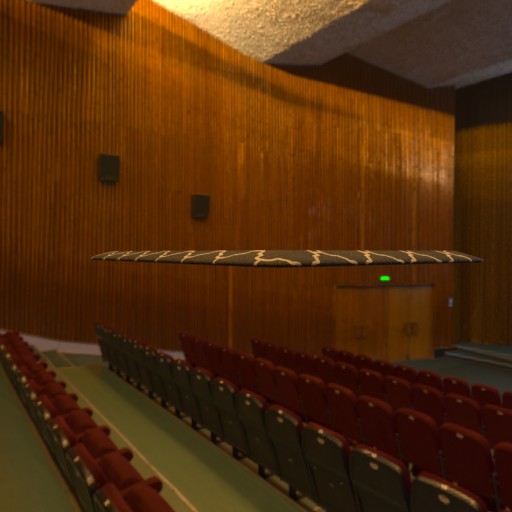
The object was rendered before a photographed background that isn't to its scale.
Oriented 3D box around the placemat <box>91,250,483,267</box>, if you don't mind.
[{"bbox_3d":[0.000,0.000,0.967,0.508,0.021,0.762,0,1,-36],"label":"placemat"}]
